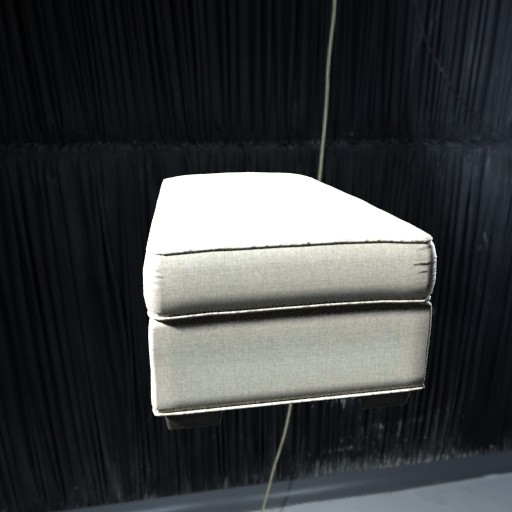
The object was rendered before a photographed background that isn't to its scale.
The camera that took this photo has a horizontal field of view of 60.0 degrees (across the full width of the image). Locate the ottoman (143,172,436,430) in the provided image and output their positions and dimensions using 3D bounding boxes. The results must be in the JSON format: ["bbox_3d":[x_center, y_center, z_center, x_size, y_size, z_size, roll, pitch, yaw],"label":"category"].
[{"bbox_3d":[0.000,0.000,1.427,0.617,0.448,1.097,-3,18,-9],"label":"ottoman"}]
